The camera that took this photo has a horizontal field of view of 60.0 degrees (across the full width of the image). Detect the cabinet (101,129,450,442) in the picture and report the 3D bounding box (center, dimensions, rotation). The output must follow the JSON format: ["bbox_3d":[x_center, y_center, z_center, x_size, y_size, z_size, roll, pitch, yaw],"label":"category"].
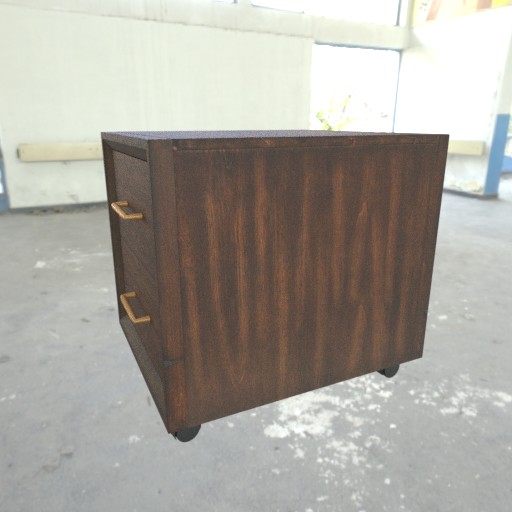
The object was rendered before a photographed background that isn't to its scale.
[{"bbox_3d":[0.000,0.000,0.849,0.500,0.455,0.402,-8,19,-25],"label":"cabinet"}]
